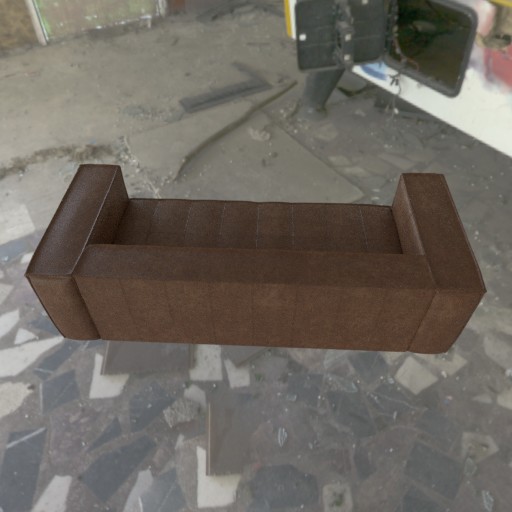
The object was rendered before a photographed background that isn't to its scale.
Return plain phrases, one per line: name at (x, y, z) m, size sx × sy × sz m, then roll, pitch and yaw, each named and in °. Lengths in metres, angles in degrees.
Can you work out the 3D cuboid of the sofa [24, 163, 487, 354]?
sofa at (0.000, 0.000, 2.996) m, size 2.581 × 0.701 × 1.102 m, roll 2°, pitch 47°, yaw 2°
